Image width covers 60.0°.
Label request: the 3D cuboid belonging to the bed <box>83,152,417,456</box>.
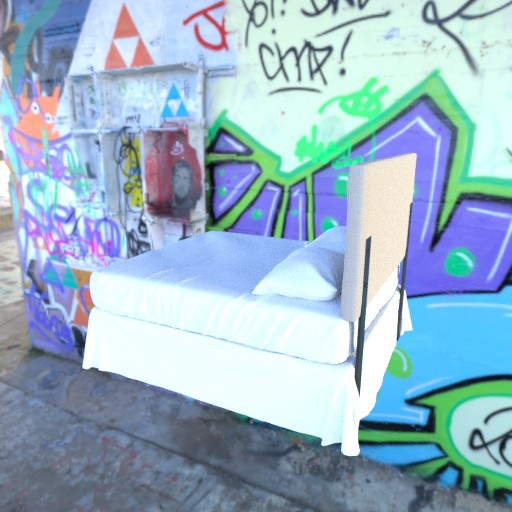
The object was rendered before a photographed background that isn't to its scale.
[{"bbox_3d":[0.000,0.000,3.500,2.222,1.577,1.936,8,17,26],"label":"bed"}]
